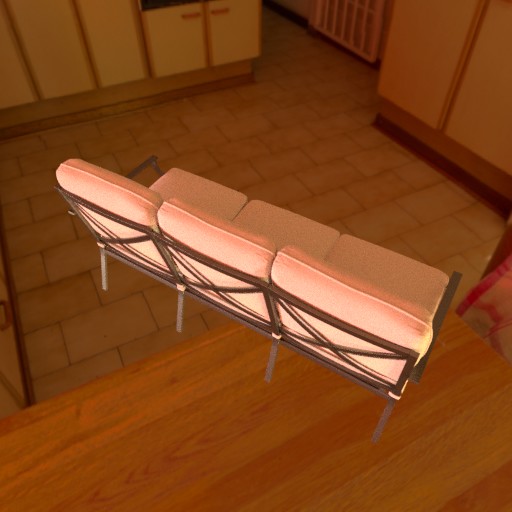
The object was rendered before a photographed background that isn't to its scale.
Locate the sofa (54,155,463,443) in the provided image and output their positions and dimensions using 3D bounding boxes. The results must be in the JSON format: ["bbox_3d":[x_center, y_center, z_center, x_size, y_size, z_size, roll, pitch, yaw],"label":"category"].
[{"bbox_3d":[0.000,0.000,2.140,1.740,0.860,0.787,24,50,22],"label":"sofa"}]
